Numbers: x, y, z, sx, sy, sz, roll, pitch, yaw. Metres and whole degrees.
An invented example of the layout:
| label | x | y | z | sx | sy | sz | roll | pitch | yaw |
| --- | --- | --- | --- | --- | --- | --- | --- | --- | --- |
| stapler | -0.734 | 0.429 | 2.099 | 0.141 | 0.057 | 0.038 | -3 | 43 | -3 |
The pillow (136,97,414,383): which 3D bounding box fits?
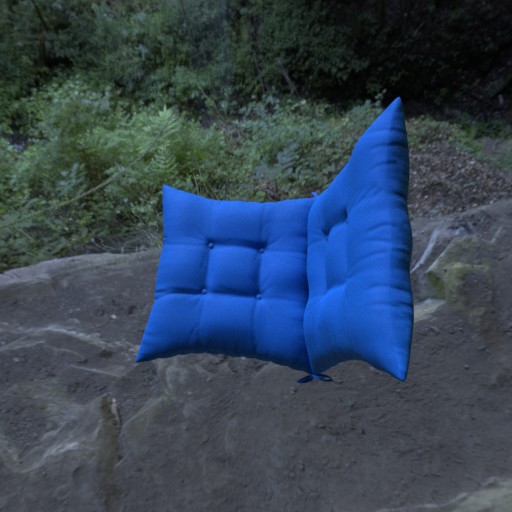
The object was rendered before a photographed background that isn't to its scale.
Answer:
| label | x | y | z | sx | sy | sz | roll | pitch | yaw |
| --- | --- | --- | --- | --- | --- | --- | --- | --- | --- |
| pillow | 0.000 | 0.000 | 1.003 | 0.585 | 0.536 | 0.541 | 4 | 75 | 1 |
